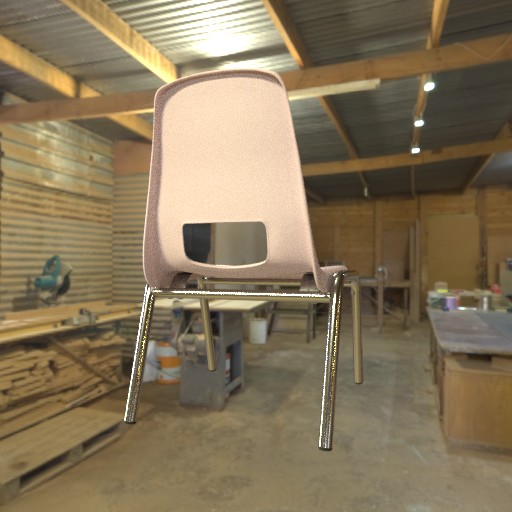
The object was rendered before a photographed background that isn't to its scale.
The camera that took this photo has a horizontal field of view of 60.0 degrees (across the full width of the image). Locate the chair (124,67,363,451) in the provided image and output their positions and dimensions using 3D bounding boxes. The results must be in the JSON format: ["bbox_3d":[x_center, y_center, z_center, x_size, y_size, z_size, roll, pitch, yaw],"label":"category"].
[{"bbox_3d":[0.000,0.000,0.813,0.354,0.537,0.385,0,0,18],"label":"chair"}]
